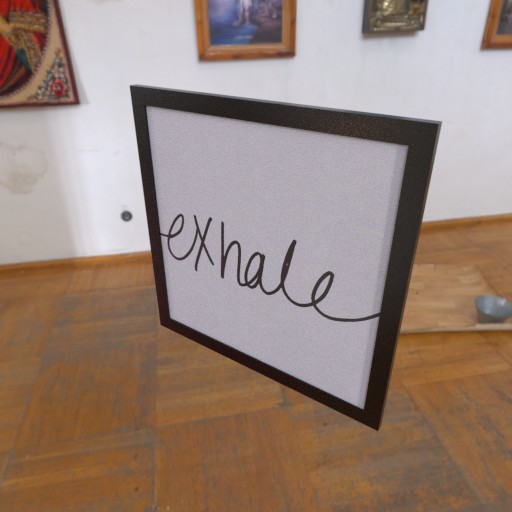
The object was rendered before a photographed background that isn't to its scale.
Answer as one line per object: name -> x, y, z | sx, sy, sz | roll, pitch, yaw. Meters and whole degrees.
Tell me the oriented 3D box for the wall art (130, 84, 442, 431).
wall art -> 0.000, 0.000, 0.660 | 0.446, 0.445, 0.014 | 18, 34, 30
